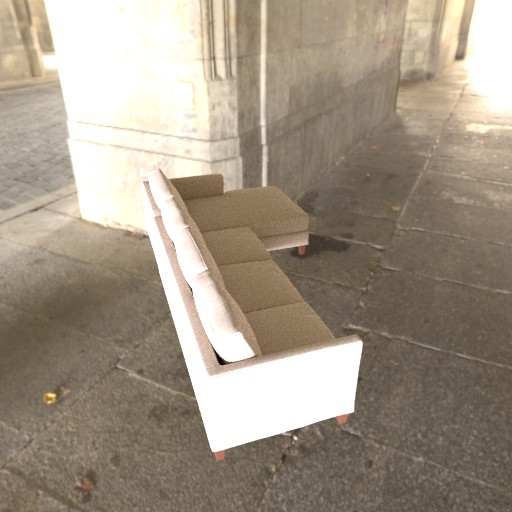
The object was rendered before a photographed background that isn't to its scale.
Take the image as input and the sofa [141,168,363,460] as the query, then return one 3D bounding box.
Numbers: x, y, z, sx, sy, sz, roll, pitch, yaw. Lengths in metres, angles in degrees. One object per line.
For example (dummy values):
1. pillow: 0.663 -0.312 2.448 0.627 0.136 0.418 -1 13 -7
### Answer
1. sofa: 0.000 0.000 3.935 1.625 0.861 3.186 -9 30 -16
